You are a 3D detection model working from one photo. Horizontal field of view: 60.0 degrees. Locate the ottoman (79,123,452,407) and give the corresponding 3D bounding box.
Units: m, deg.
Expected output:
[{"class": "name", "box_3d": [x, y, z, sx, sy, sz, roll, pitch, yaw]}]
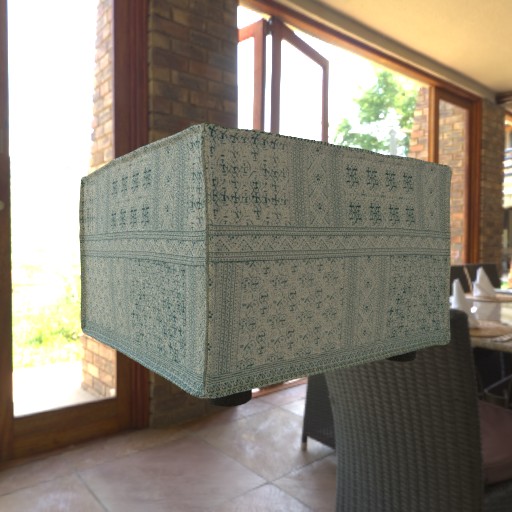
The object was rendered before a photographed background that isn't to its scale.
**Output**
[{"class": "ottoman", "box_3d": [0.000, 0.000, 1.014, 0.626, 0.439, 0.617, -1, 2, -36]}]
